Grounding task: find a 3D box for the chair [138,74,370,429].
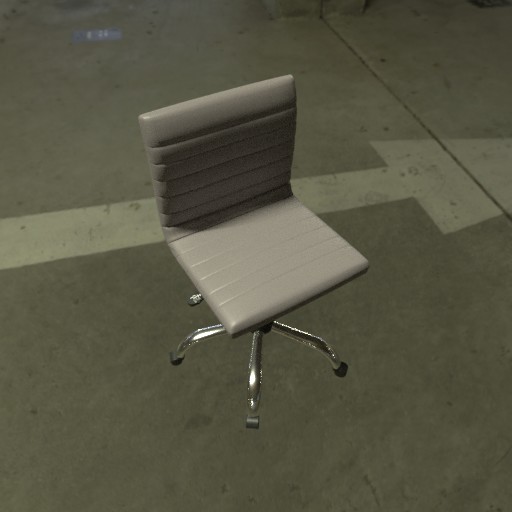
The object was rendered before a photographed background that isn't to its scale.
[{"bbox_3d":[0.000,0.000,1.175,0.556,0.780,0.530,-23,50,-21],"label":"chair"}]
